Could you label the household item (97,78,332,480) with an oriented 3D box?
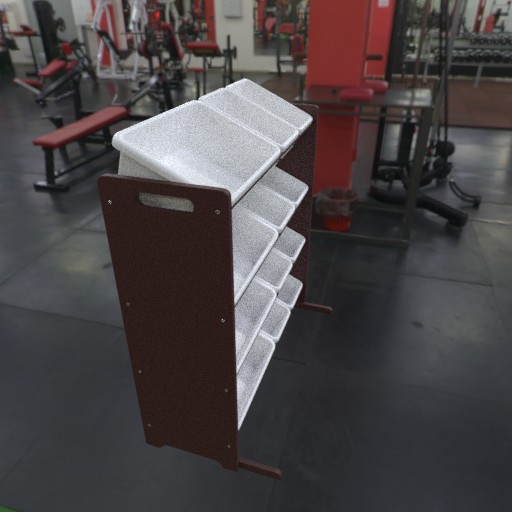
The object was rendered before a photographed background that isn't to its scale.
[{"bbox_3d":[0.000,0.000,1.299,0.389,0.864,0.787,10,31,16],"label":"household item"}]
